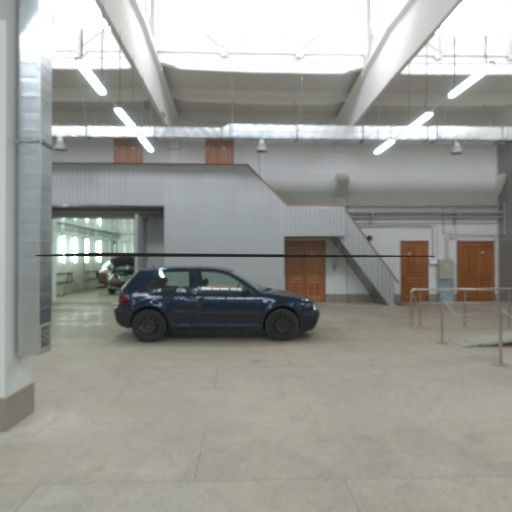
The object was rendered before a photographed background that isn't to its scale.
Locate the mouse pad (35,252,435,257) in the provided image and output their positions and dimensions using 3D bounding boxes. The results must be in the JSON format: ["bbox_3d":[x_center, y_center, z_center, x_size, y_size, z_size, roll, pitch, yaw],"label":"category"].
[{"bbox_3d":[0.000,0.000,1.075,0.907,0.003,0.424,0,-1,-37],"label":"mouse pad"}]
